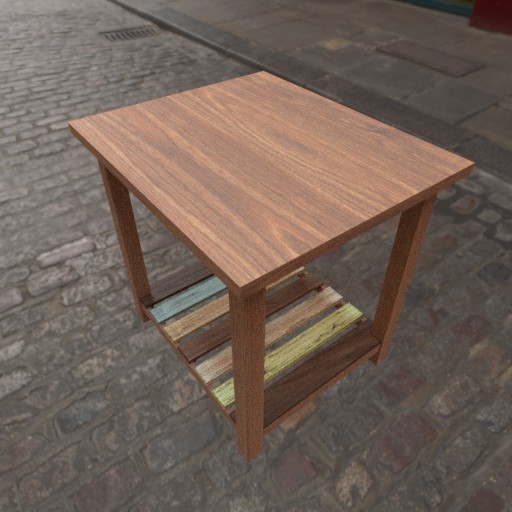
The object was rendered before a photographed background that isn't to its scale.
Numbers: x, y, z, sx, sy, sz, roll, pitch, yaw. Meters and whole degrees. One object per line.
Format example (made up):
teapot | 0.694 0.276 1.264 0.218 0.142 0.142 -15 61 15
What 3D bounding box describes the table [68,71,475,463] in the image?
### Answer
table | 0.000 0.000 1.133 0.559 0.635 0.660 -27 47 -27
